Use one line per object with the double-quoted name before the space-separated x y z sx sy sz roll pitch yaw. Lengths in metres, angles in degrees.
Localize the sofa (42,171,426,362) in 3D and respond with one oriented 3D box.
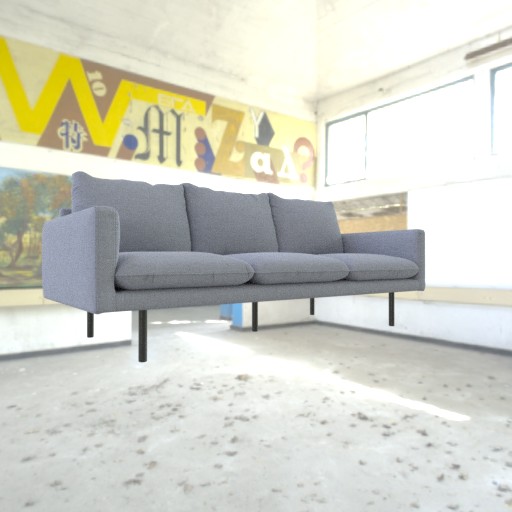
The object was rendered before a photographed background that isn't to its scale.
"sofa" 0.000 0.000 2.436 2.000 0.830 0.850 0 -1 -37
